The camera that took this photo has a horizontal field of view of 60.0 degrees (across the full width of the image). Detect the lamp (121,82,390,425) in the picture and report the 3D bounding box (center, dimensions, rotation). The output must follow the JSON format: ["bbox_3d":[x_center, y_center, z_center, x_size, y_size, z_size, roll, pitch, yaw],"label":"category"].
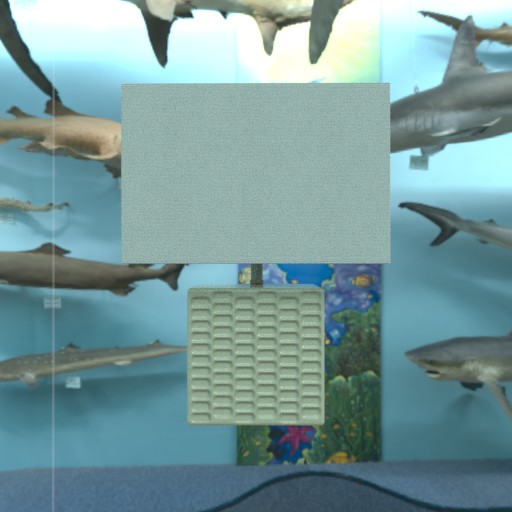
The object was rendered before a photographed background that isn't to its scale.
[{"bbox_3d":[0.000,0.000,0.724,0.380,0.515,0.200,0,0,0],"label":"lamp"}]
